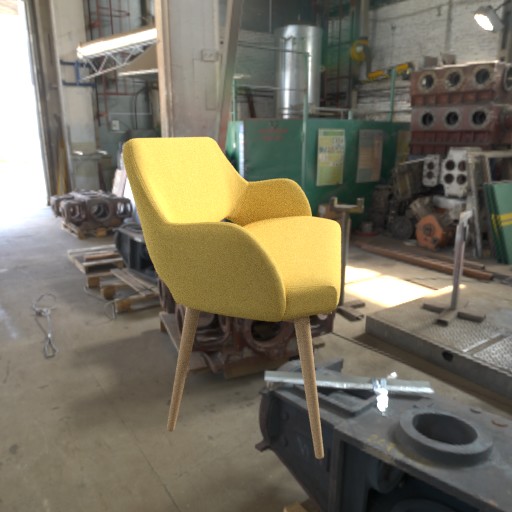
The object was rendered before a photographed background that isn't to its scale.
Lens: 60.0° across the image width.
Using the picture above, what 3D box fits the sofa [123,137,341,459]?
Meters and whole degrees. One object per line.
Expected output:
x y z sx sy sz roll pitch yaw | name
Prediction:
0.000 0.000 1.627 0.610 0.840 1.150 3 16 10 | sofa
